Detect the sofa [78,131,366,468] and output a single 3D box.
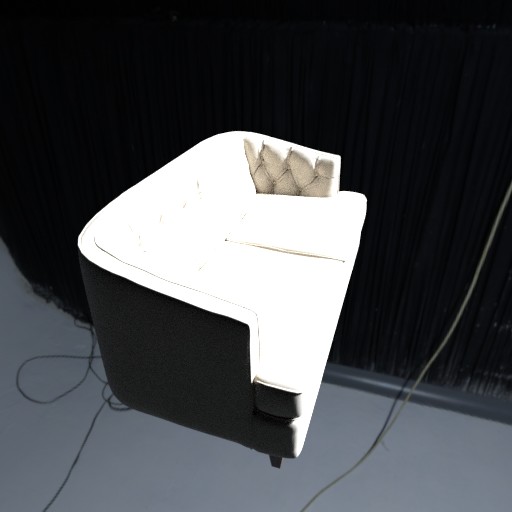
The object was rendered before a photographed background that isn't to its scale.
[{"bbox_3d":[0.000,0.000,2.261,0.940,0.878,1.731,10,32,16],"label":"sofa"}]
